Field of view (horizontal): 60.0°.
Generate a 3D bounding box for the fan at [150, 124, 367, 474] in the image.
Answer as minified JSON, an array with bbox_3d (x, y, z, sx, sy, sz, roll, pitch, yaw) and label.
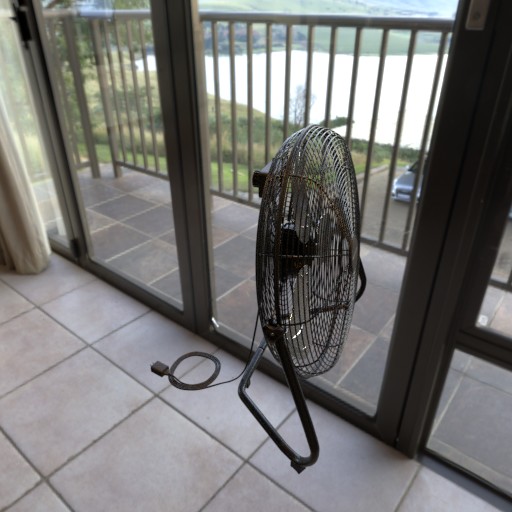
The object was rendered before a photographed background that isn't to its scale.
[{"bbox_3d":[0.000,0.000,0.923,0.424,0.546,0.555,11,32,17],"label":"fan"}]
